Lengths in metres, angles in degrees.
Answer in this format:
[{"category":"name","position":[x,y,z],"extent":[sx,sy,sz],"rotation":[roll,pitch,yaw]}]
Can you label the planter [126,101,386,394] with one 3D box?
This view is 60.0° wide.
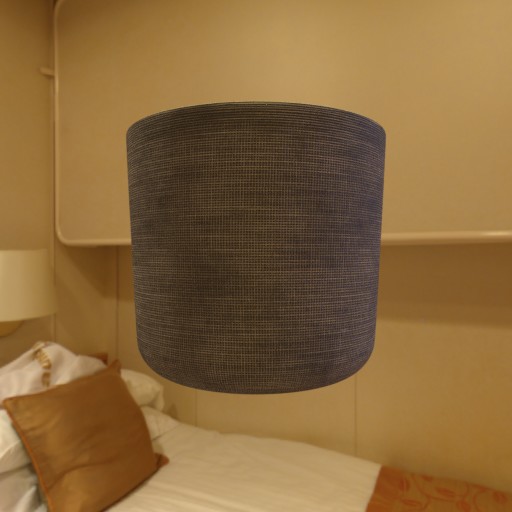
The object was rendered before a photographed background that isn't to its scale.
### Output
[{"category":"planter","position":[0.000,0.000,0.783],"extent":[0.440,0.398,0.440],"rotation":[0,1,0]}]
